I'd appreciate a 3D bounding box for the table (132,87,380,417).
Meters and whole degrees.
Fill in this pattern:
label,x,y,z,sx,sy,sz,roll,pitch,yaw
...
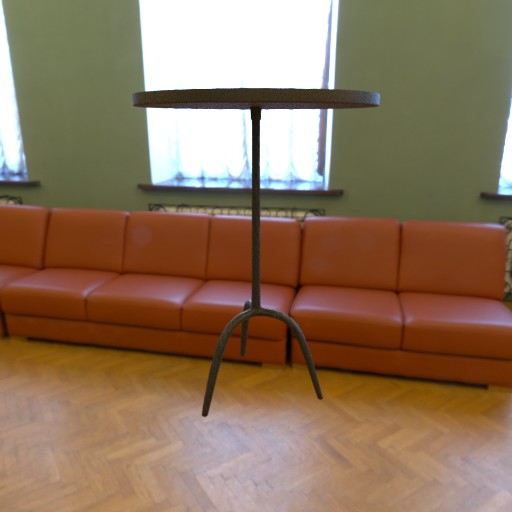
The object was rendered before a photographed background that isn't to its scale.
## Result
label,x,y,z,sx,sy,sz,roll,pitch,yaw
table,0.000,0.000,1.030,0.502,0.700,0.502,3,17,10
